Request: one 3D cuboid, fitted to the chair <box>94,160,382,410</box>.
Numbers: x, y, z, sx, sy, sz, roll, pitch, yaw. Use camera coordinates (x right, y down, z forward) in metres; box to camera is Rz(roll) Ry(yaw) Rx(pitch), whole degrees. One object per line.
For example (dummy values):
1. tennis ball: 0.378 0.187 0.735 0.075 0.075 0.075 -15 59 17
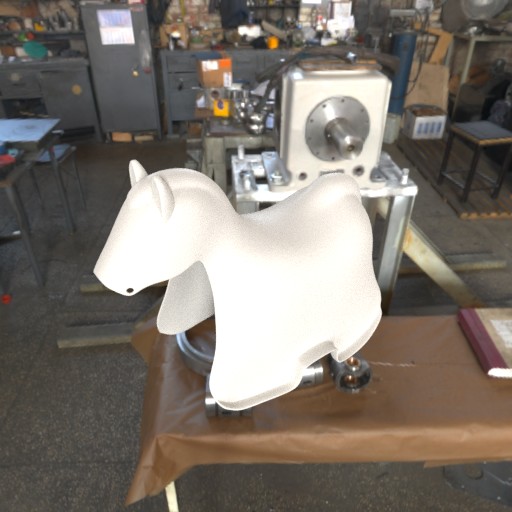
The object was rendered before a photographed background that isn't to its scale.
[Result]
1. chair: 0.000 0.000 1.148 0.800 0.612 0.429 -22 39 -30
